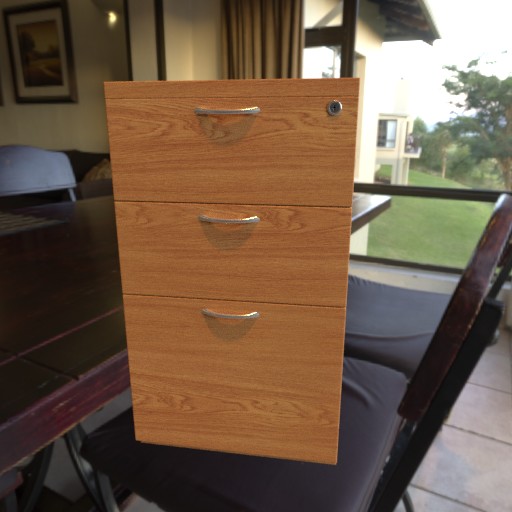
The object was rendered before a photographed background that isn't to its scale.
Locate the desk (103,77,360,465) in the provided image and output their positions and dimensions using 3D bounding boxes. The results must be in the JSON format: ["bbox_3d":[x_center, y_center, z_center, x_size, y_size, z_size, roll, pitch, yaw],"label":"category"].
[{"bbox_3d":[0.000,0.000,1.057,0.404,0.730,0.600,3,16,9],"label":"desk"}]
